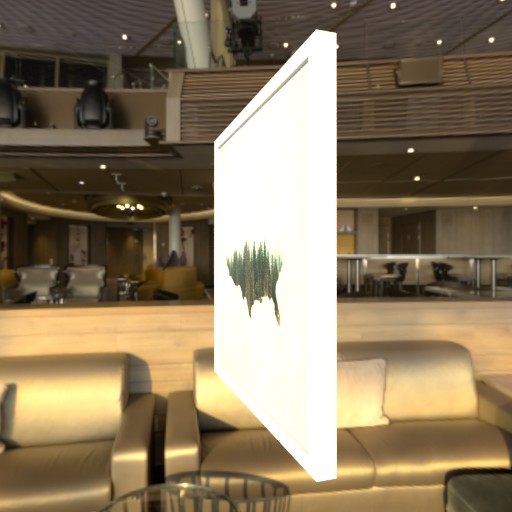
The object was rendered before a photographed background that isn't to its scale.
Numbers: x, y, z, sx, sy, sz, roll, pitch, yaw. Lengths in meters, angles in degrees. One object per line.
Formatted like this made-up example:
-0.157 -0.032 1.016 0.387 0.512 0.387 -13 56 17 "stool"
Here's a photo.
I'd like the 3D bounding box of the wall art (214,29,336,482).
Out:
0.000 0.000 1.114 0.038 0.762 0.762 0 0 -18 "wall art"
